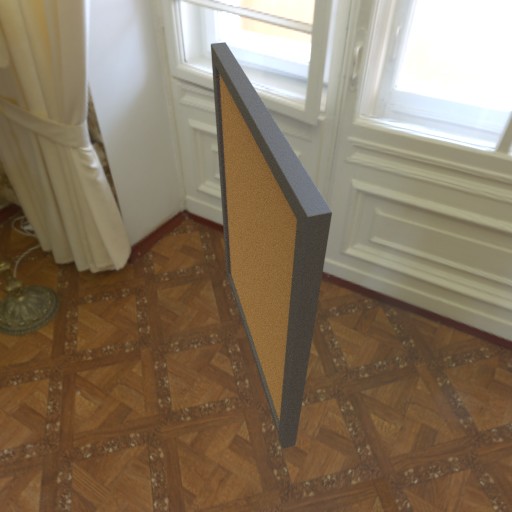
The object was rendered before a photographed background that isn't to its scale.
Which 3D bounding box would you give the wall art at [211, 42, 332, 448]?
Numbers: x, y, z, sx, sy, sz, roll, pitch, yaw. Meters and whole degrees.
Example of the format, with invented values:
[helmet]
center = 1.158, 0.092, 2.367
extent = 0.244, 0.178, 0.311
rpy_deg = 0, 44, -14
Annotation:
[wall art]
center = 0.000, 0.000, 0.777
extent = 0.029, 0.558, 0.458
rpy_deg = -11, 46, -11
